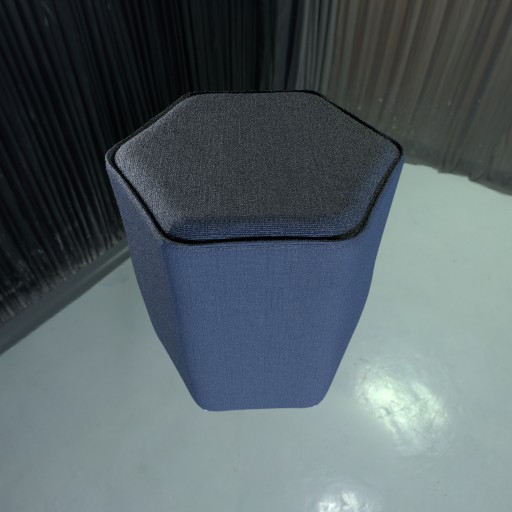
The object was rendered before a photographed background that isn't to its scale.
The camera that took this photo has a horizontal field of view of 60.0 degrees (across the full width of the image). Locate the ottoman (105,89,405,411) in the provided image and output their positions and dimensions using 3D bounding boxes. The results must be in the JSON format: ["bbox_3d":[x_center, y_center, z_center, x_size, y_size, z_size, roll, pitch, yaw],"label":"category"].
[{"bbox_3d":[0.000,0.000,0.890,0.454,0.505,0.492,24,50,21],"label":"ottoman"}]
